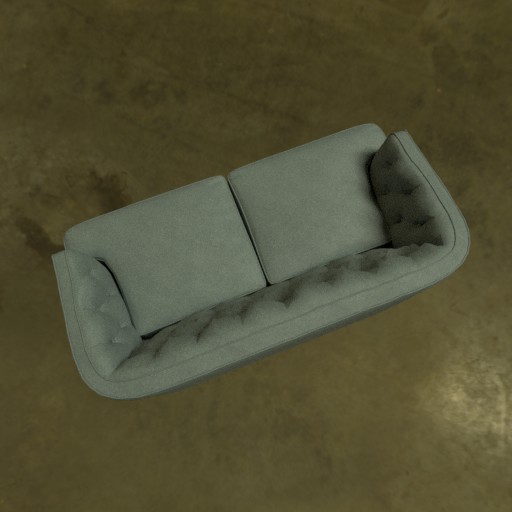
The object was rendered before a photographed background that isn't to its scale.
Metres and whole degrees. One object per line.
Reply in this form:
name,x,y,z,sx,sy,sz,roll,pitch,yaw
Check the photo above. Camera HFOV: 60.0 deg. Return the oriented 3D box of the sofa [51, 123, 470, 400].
sofa,0.000,0.000,2.194,1.733,0.855,0.941,-20,76,-5
